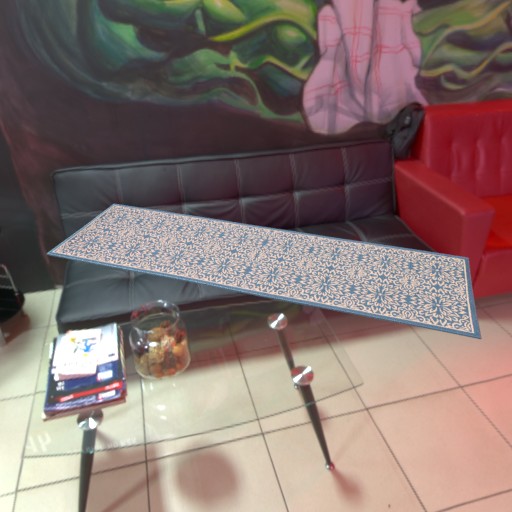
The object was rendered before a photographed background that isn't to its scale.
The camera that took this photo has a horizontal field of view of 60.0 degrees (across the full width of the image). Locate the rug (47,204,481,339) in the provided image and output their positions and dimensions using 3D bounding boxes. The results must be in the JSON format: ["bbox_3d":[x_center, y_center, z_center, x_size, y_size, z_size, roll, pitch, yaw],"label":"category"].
[{"bbox_3d":[0.000,0.000,2.405,2.196,0.011,0.662,10,34,15],"label":"rug"}]
